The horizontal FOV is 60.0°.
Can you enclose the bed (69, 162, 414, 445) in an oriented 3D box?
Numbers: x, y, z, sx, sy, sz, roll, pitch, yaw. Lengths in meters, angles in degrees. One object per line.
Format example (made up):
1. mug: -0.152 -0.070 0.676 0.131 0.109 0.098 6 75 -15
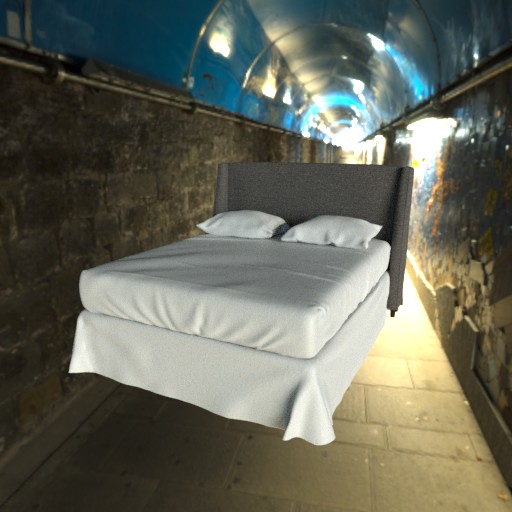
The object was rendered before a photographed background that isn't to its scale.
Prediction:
1. bed: 0.000 0.000 3.405 1.925 1.332 2.276 7 16 26
